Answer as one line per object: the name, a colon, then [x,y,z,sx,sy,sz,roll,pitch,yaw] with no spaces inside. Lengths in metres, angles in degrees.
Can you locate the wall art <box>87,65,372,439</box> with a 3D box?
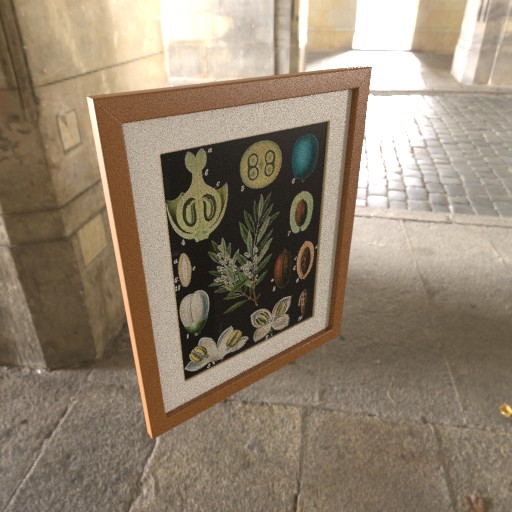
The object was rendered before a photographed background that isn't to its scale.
wall art: [0.000,0.000,0.732,0.449,0.550,0.021,-20,36,-31]
